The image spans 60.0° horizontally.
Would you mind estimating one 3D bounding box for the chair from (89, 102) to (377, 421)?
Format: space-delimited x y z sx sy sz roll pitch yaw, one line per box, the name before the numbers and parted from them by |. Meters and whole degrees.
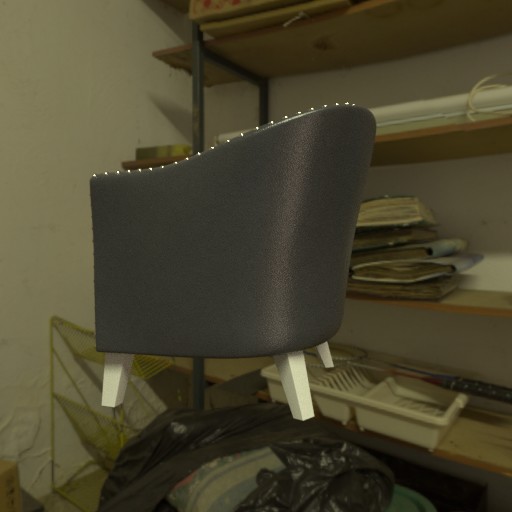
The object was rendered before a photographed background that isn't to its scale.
chair | 0.000 0.000 1.434 0.748 0.823 0.794 0 1 16
